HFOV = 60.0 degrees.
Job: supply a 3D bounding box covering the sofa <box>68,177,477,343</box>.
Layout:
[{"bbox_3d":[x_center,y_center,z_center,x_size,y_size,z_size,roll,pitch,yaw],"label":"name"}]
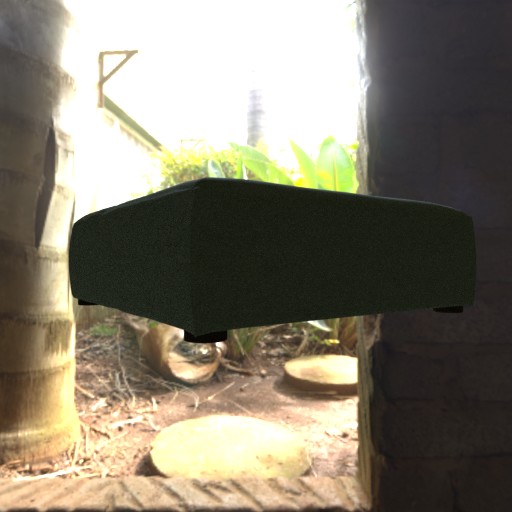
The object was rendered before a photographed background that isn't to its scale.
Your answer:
[{"bbox_3d":[0.000,0.000,1.416,0.930,0.330,0.930,0,-1,-35],"label":"sofa"}]
